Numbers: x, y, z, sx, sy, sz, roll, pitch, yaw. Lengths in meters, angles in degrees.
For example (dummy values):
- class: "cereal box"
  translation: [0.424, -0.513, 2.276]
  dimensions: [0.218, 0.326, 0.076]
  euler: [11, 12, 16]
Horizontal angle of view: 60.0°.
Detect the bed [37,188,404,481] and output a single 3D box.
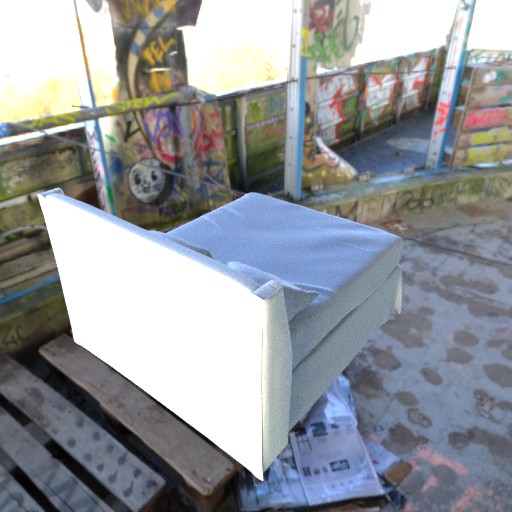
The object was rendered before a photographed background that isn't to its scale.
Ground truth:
- class: "bed"
  translation: [0.000, 0.000, 3.481]
  dimensions: [1.925, 1.332, 2.276]
  euler: [22, 37, 33]
